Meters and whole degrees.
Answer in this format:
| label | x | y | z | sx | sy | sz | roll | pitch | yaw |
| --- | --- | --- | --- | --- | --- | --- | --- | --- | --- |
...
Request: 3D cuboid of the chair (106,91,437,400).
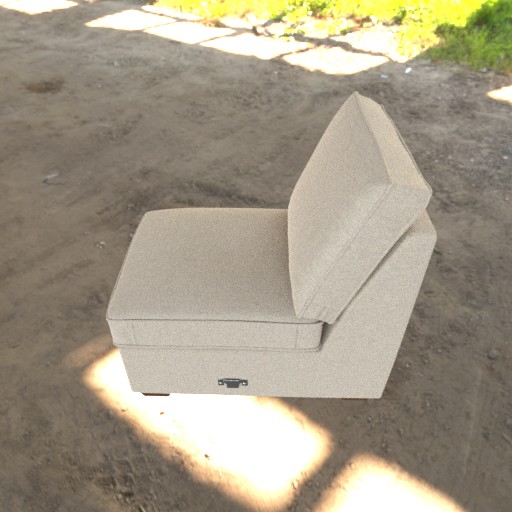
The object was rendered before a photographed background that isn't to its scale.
| label | x | y | z | sx | sy | sz | roll | pitch | yaw |
| --- | --- | --- | --- | --- | --- | --- | --- | --- | --- |
| chair | 0.000 | 0.000 | 1.562 | 0.938 | 0.970 | 0.621 | 1 | 40 | 1 |
